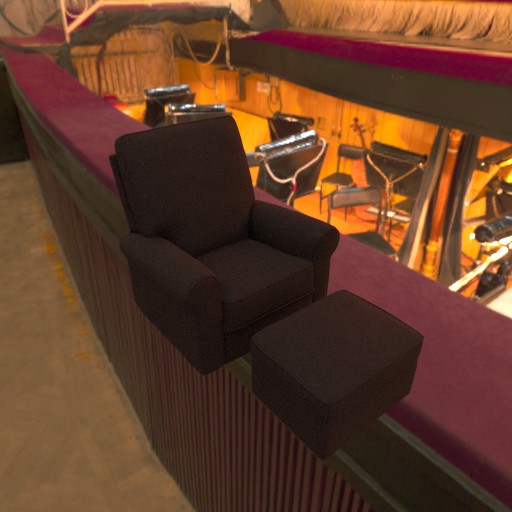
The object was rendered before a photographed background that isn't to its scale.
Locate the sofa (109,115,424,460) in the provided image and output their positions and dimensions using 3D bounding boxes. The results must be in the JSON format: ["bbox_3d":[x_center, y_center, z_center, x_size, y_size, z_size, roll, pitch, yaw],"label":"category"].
[{"bbox_3d":[0.000,0.000,2.011,0.880,0.959,1.478,-22,37,-32],"label":"sofa"}]
